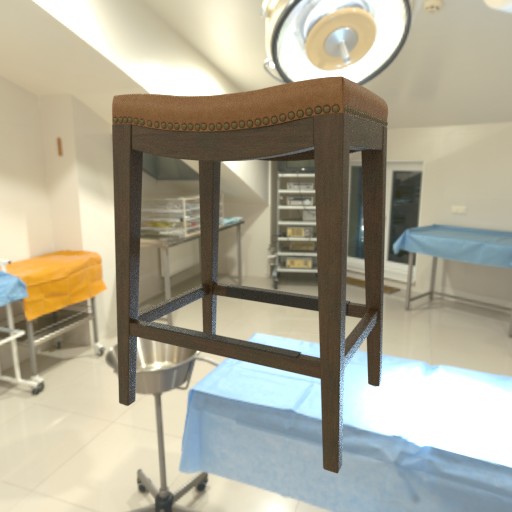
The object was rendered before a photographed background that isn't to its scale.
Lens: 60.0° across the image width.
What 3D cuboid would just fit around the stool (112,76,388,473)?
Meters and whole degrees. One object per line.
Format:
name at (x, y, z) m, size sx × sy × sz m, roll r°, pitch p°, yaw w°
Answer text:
stool at (0.000, 0.000, 0.961) m, size 0.500 × 0.660 × 0.361 m, roll 6°, pitch 14°, yaw 26°
